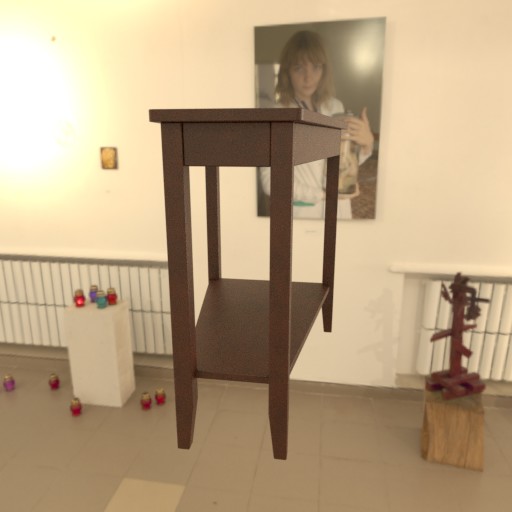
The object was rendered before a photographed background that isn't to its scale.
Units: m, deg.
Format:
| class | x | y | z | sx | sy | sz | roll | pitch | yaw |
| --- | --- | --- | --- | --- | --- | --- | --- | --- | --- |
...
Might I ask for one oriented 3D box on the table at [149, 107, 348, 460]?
| class | x | y | z | sx | sy | sz | roll | pitch | yaw |
| --- | --- | --- | --- | --- | --- | --- | --- | --- | --- |
| table | 0.000 | 0.000 | 0.991 | 0.399 | 0.589 | 0.605 | 2 | 15 | 9 |
